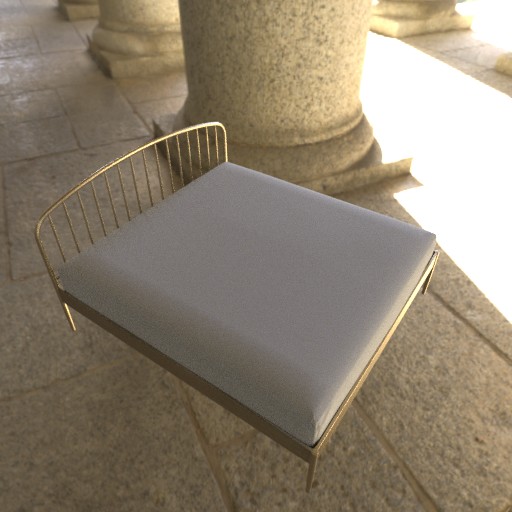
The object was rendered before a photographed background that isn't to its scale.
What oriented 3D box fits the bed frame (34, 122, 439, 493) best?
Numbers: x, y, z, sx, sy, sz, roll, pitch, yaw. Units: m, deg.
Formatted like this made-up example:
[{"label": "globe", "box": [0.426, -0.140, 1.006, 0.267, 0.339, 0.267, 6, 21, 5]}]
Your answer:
[{"label": "bed frame", "box": [0.000, 0.000, 3.275, 2.152, 1.174, 2.016, 24, 45, 26]}]
